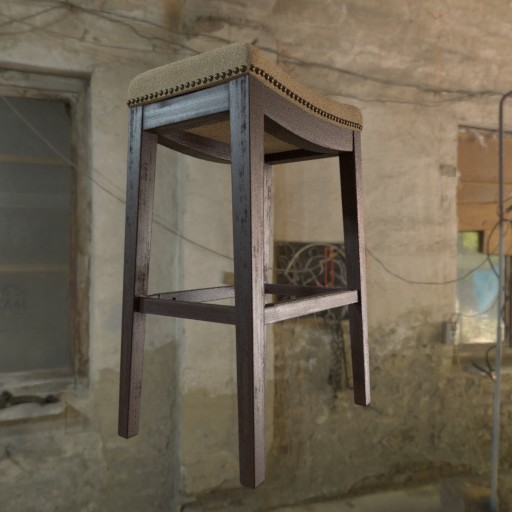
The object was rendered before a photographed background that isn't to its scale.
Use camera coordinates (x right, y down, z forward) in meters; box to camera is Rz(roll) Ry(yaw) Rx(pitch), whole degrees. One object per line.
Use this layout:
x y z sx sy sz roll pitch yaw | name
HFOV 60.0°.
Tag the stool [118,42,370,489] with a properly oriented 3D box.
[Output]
0.000 0.000 1.039 0.363 0.768 0.509 1 1 36 | stool
